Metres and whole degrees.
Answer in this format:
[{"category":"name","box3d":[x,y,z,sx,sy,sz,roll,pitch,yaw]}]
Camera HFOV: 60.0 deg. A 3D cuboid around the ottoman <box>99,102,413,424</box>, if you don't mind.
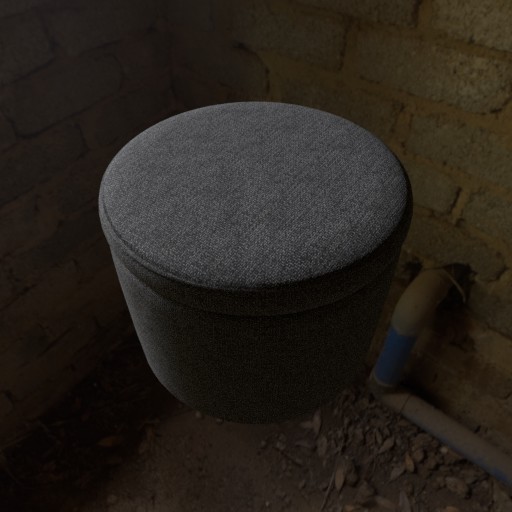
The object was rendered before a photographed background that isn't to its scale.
[{"category":"ottoman","box3d":[0.000,0.000,0.878,0.520,0.430,0.520,0,46,0]}]
